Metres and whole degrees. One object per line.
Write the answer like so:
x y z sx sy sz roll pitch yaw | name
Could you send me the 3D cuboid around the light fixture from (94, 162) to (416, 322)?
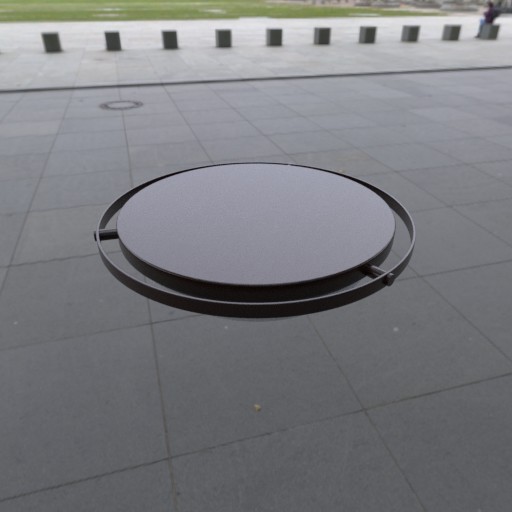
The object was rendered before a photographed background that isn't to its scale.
0.000 0.000 0.554 0.361 0.130 0.361 0 31 0 | light fixture
